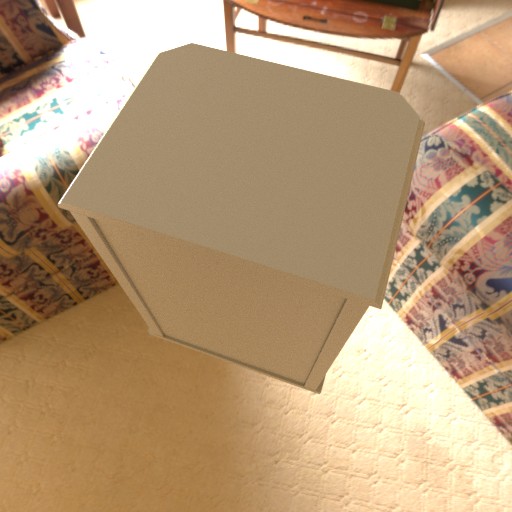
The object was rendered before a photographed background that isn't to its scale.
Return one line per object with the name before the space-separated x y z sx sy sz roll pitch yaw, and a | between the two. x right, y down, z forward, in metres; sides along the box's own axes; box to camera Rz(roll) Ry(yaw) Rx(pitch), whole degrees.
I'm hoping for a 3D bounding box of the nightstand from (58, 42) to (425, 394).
nightstand | 0.000 0.000 0.917 0.435 0.680 0.348 17 64 9
